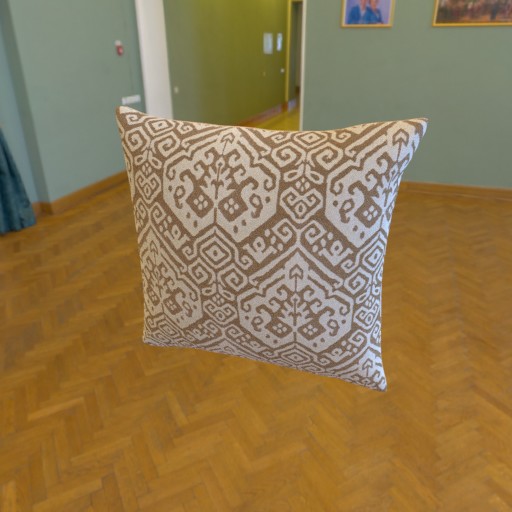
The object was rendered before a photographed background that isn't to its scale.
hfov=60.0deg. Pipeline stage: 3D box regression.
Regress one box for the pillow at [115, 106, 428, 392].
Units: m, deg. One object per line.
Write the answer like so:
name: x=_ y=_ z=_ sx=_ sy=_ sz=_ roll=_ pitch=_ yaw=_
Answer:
pillow: x=0.000 y=0.000 z=0.650 sx=0.419 sy=0.407 sz=0.173 roll=7 pitch=27 yaw=15
